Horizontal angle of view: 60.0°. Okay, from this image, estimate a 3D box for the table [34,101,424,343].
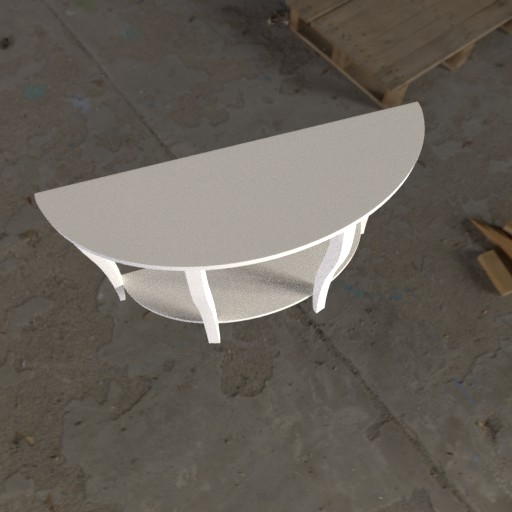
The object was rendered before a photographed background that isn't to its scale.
[{"bbox_3d":[0.000,0.000,1.626,1.219,0.780,0.394,-15,65,-7],"label":"table"}]
